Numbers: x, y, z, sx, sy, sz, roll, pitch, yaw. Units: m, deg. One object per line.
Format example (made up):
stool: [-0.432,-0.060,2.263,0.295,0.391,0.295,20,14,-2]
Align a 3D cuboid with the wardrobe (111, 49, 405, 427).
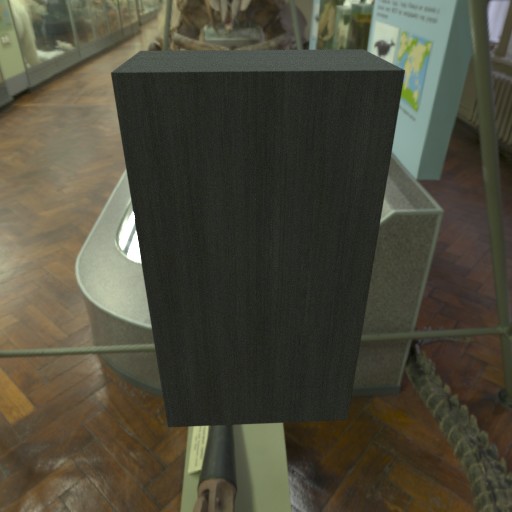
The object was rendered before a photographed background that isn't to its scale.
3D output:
wardrobe: [0.000,0.000,2.205,0.991,1.808,0.577,-1,32,-2]
